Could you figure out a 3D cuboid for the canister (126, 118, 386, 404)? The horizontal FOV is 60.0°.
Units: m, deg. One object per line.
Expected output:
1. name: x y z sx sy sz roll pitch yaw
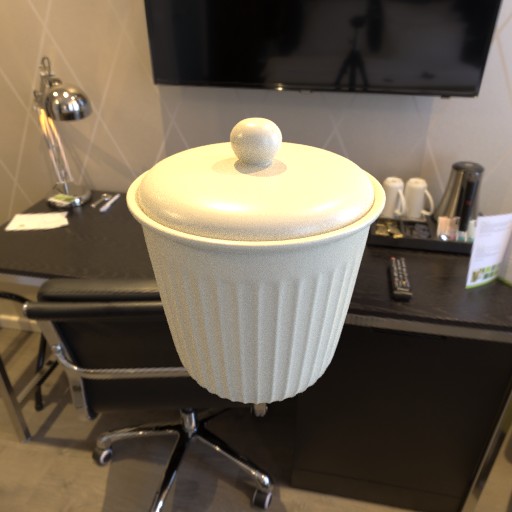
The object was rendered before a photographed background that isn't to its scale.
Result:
1. canister: 0.000 0.000 0.348 0.181 0.211 0.181 0 30 0
